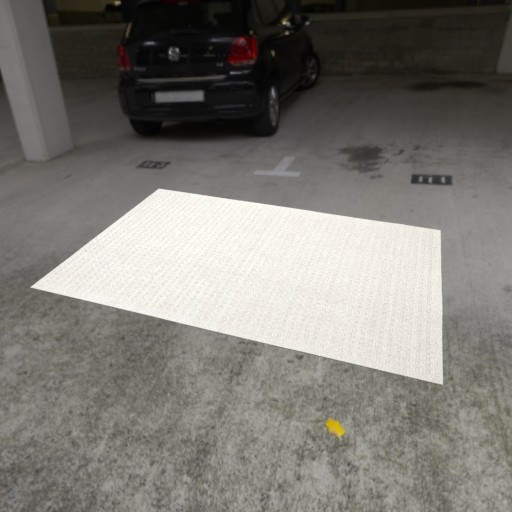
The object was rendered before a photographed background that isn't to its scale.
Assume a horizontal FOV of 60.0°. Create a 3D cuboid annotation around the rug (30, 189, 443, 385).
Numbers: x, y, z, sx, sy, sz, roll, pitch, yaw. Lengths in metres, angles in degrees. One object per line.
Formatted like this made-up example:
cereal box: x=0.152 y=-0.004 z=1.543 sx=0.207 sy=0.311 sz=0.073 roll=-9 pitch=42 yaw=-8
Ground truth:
rug: x=0.000 y=0.000 z=2.896 sx=2.289 sy=0.006 sz=1.523 roll=10 pitch=33 yaw=16
